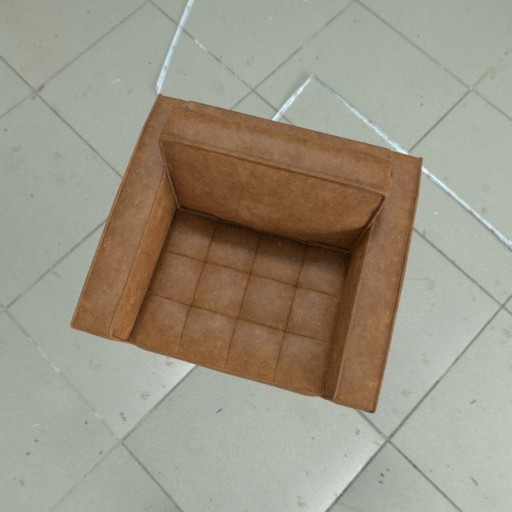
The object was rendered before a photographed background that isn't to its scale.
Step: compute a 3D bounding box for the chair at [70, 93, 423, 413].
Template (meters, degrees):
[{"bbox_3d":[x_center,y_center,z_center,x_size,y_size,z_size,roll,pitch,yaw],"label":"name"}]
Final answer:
[{"bbox_3d":[0.000,0.000,1.505,0.928,0.767,0.798,15,76,4],"label":"chair"}]
